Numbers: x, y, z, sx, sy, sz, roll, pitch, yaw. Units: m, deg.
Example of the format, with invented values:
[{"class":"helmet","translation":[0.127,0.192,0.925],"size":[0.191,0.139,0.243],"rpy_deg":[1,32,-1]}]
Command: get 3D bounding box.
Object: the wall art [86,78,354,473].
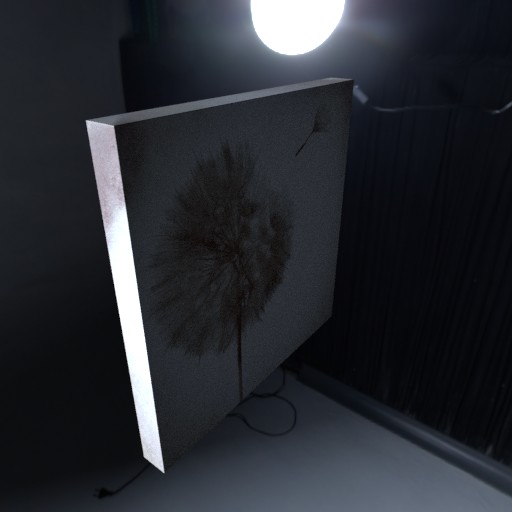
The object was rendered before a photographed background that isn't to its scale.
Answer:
[{"class":"wall art","translation":[0.000,0.000,0.439],"size":[0.028,0.303,0.303],"rpy_deg":[20,33,33]}]
